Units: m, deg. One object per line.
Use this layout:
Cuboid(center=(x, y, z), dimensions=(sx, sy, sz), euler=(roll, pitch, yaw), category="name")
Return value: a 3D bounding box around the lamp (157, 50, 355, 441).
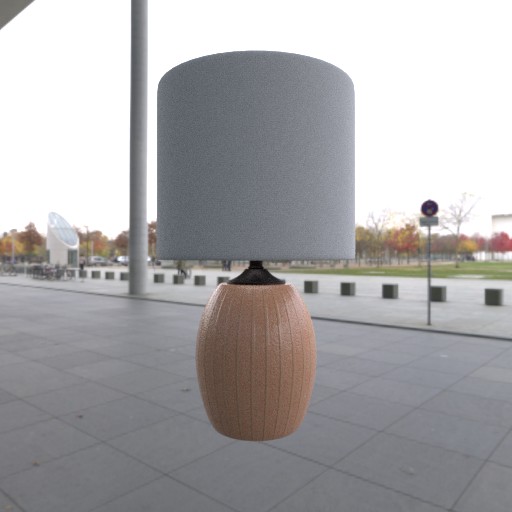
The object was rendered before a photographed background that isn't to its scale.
Cuboid(center=(0.000, 0.000, 0.752), dimensions=(0.329, 0.570, 0.329), euler=(0, 0, 0), category="lamp")
